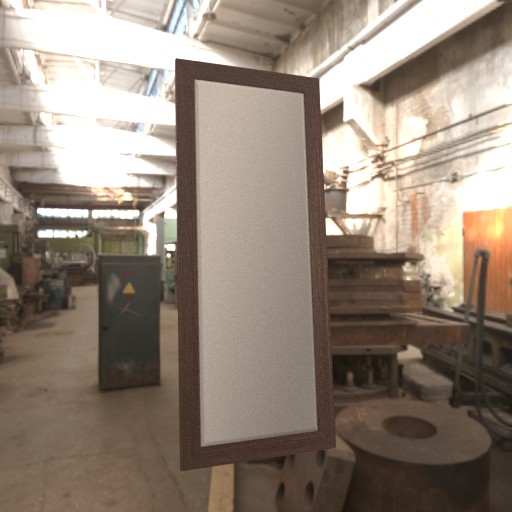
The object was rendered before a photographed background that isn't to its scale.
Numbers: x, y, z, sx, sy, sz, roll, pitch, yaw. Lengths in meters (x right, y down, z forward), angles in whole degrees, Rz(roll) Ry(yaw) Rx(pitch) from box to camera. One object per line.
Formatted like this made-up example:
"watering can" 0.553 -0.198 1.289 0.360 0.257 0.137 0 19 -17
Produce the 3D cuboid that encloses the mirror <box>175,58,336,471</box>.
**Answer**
"mirror" 0.000 0.000 2.308 0.812 2.020 0.221 0 0 -18
